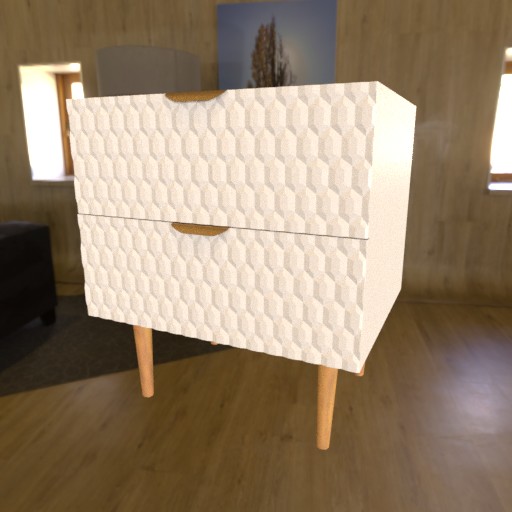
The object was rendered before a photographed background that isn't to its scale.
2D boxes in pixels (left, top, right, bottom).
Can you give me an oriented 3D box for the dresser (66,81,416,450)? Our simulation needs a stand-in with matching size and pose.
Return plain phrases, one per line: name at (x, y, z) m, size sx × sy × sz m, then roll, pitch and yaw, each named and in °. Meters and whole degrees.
dresser at (0.000, 0.000, 0.866) m, size 0.503 × 0.568 × 0.414 m, roll 7°, pitch 16°, yaw 25°
